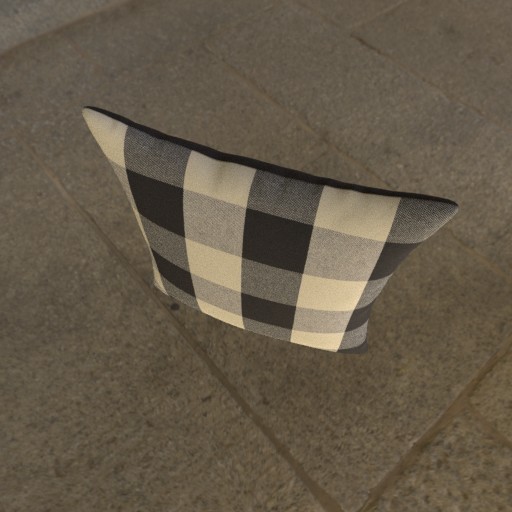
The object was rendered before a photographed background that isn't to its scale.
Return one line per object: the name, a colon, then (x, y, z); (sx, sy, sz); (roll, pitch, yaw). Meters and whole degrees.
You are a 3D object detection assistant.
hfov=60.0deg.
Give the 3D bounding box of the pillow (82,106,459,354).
pillow: (0.000, 0.000, 0.783); (0.511, 0.509, 0.161); (17, 60, 10)
